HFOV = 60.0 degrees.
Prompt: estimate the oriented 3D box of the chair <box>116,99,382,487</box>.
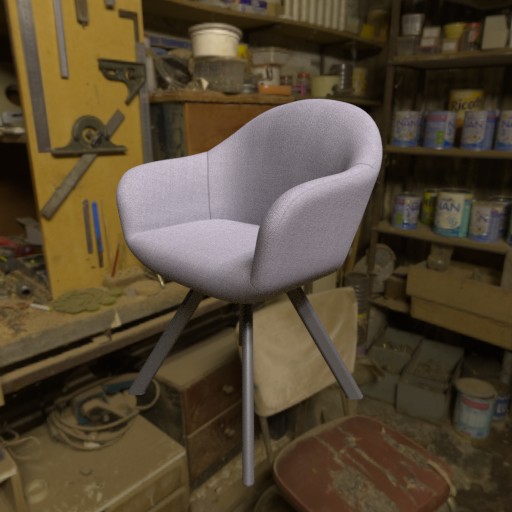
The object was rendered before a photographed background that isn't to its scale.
[{"bbox_3d":[0.000,0.000,1.167,0.590,0.795,0.550,16,23,42],"label":"chair"}]
